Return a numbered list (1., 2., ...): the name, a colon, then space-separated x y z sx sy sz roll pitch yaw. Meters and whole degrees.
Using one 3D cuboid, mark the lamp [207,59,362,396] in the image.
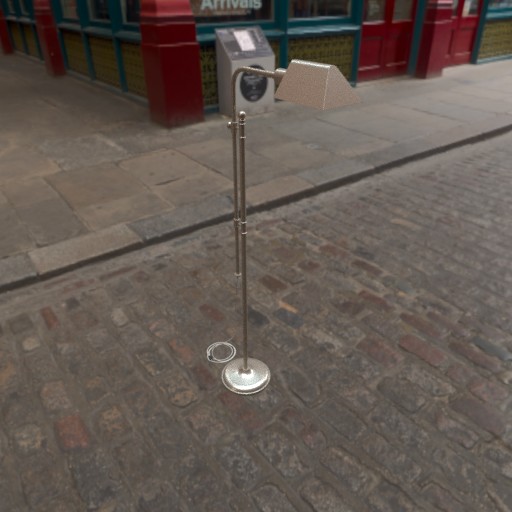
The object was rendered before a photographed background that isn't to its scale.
1. lamp: 0.000 0.000 1.878 0.256 1.571 0.813 -21 37 -32
